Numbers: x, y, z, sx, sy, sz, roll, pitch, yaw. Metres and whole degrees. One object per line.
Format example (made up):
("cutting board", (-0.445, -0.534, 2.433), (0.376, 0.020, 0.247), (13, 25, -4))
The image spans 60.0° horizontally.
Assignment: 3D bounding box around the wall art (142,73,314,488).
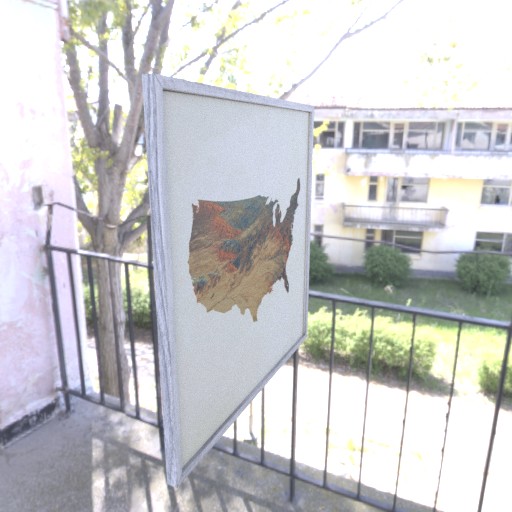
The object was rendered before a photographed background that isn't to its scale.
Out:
("wall art", (0.000, 0.000, 0.740), (0.016, 0.507, 0.508), (7, 16, 25))
